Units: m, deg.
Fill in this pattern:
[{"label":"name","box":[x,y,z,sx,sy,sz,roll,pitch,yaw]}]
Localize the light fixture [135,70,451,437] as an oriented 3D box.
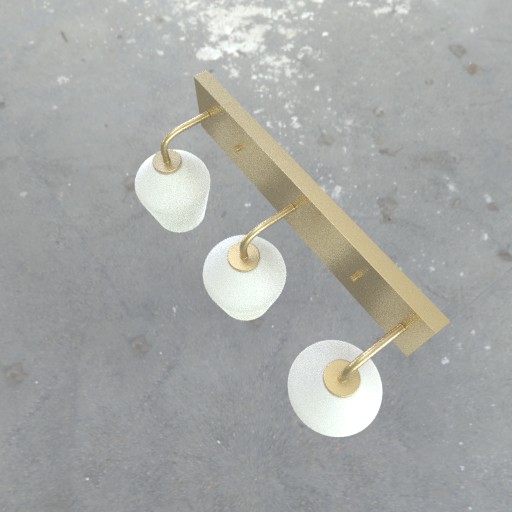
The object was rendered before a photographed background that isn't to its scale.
[{"label":"light fixture","box":[0.000,0.000,0.729,0.190,0.280,0.609,-33,68,-15]}]
